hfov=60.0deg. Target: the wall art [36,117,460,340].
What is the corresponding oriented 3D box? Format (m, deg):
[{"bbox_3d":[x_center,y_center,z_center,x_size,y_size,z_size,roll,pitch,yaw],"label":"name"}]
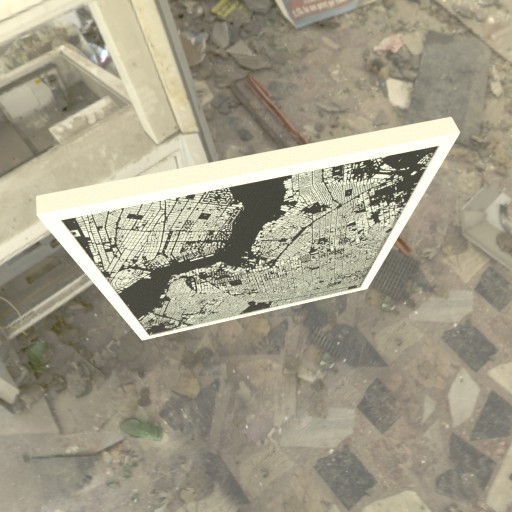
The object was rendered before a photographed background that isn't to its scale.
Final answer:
[{"bbox_3d":[0.000,0.000,1.126,0.761,0.762,0.050,-12,64,-6],"label":"wall art"}]
